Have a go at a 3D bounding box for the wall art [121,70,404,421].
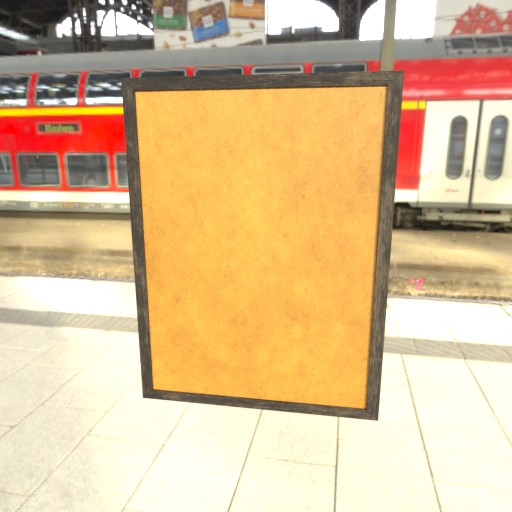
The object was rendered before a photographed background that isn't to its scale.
[{"bbox_3d":[0.000,0.000,1.396,0.812,1.066,0.029,2,14,9],"label":"wall art"}]
